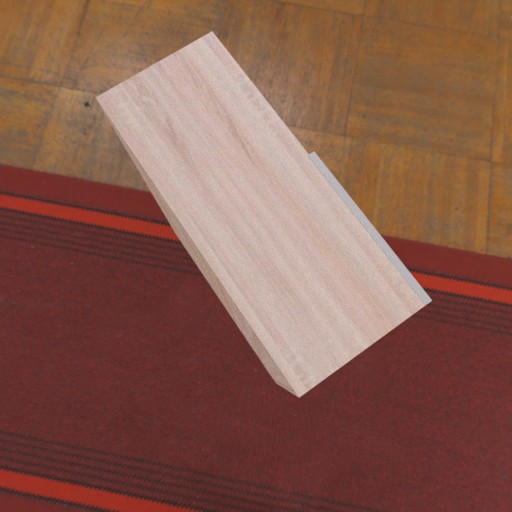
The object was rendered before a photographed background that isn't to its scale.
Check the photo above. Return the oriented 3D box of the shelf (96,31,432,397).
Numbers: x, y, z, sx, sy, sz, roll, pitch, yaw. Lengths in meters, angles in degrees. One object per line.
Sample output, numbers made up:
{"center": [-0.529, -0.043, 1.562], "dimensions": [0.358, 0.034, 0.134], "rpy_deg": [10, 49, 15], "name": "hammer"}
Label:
{"center": [0.000, 0.000, 1.875], "dimensions": [0.434, 1.405, 0.995], "rpy_deg": [-34, 78, -8], "name": "shelf"}
